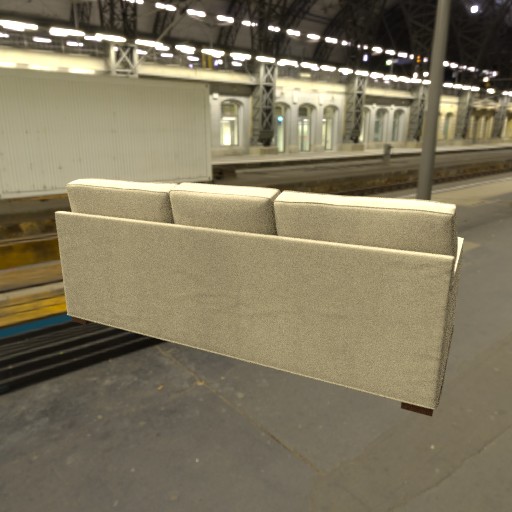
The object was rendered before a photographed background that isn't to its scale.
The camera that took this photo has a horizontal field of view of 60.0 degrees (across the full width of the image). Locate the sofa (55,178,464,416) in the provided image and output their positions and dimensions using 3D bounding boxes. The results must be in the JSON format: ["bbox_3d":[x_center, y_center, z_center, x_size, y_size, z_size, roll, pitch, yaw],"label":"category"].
[{"bbox_3d":[0.000,0.000,2.503,2.093,0.862,0.936,8,18,26],"label":"sofa"}]
